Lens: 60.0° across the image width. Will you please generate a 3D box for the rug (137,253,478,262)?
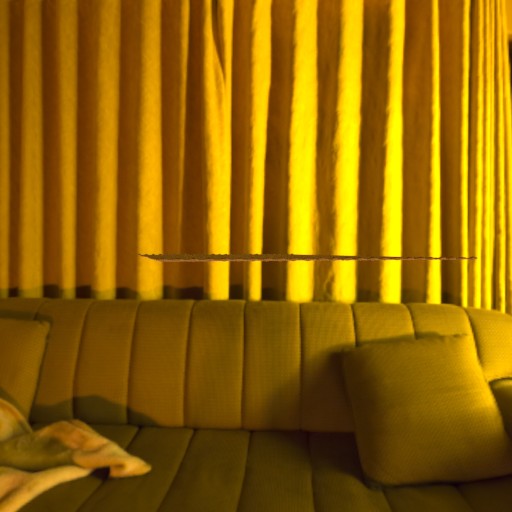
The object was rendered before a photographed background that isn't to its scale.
[{"bbox_3d":[0.000,0.000,2.363,1.162,0.013,1.875,0,1,-17],"label":"rug"}]
